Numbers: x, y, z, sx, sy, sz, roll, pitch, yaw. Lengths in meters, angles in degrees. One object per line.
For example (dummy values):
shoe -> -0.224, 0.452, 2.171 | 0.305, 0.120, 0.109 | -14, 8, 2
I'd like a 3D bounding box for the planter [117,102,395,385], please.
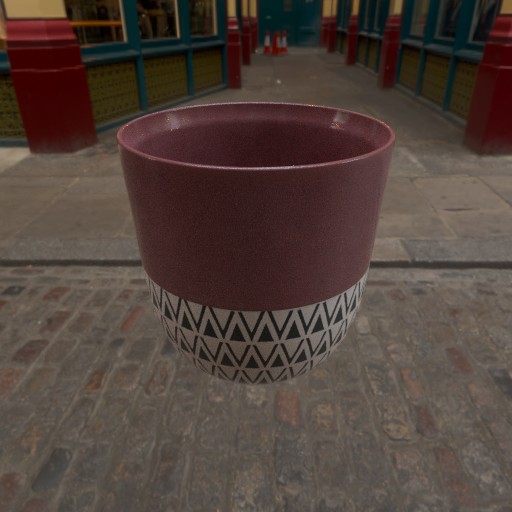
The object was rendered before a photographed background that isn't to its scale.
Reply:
planter -> 0.000, 0.000, 0.372 | 0.195, 0.214, 0.195 | 0, 29, 0
